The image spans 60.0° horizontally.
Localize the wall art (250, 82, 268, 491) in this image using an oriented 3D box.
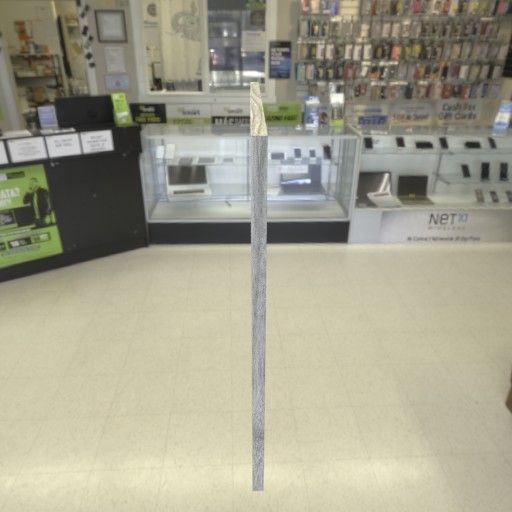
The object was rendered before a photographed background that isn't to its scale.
[{"bbox_3d":[0.000,0.000,0.755,0.016,0.507,0.508,0,27,-1],"label":"wall art"}]
